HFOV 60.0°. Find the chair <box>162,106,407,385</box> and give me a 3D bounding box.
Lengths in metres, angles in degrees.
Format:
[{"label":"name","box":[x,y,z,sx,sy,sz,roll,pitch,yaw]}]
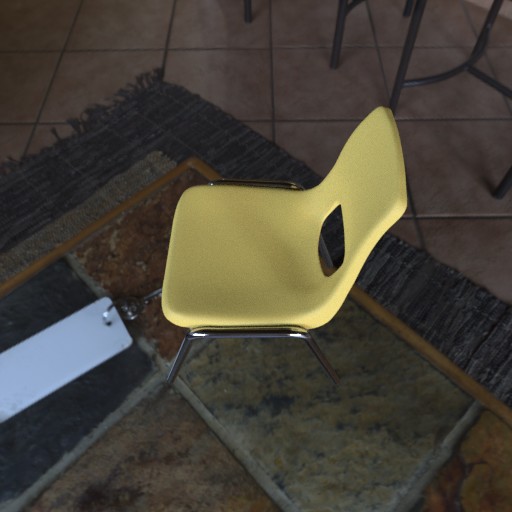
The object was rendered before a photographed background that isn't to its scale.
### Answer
[{"label":"chair","box":[0.000,0.000,0.932,0.436,0.653,0.381,2,59,1]}]
